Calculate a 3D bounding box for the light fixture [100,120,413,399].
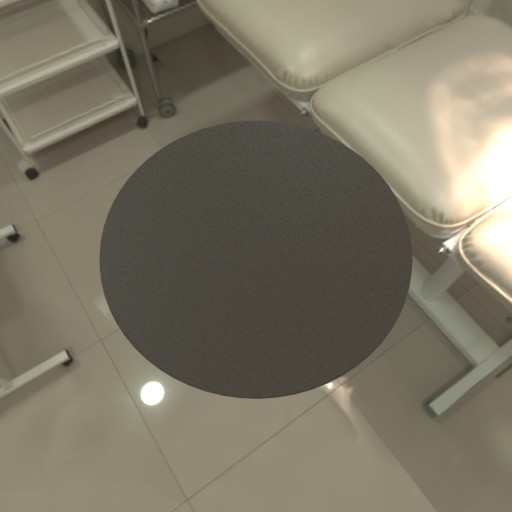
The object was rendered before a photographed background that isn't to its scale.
[{"bbox_3d":[0.000,0.000,0.569,0.368,0.100,0.368,0,63,0],"label":"light fixture"}]
